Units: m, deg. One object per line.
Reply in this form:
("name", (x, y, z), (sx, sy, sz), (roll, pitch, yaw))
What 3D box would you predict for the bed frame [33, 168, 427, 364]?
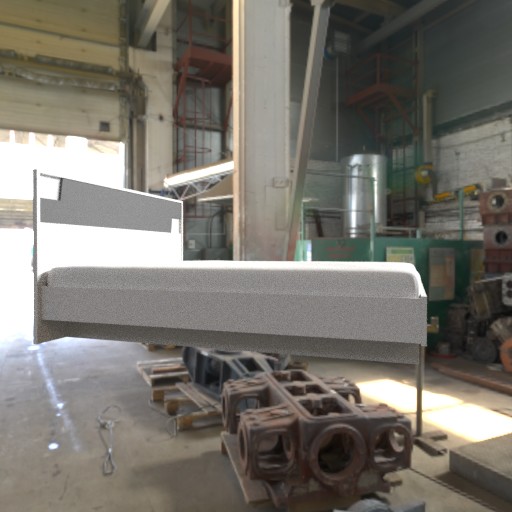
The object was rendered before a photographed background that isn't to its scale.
("bed frame", (0.000, 0.000, 2.992), (2.100, 1.001, 1.711), (0, 0, 19))
